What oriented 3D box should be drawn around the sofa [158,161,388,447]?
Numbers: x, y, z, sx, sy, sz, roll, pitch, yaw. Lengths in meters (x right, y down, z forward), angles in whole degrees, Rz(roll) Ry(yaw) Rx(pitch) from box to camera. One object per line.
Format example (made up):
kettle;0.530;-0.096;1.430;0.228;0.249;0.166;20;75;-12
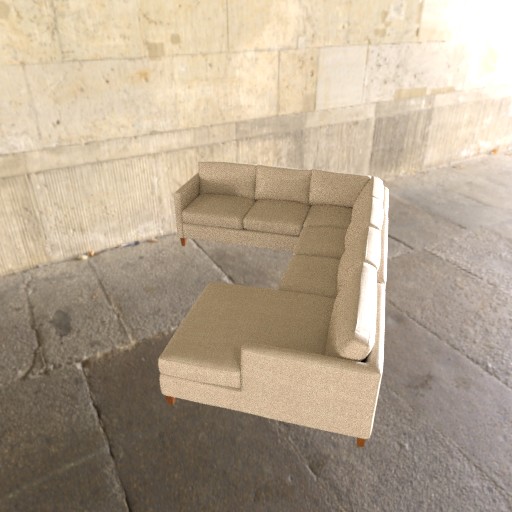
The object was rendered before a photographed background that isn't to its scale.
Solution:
sofa;0.000;0.000;4.613;2.594;0.961;3.460;8;30;13
